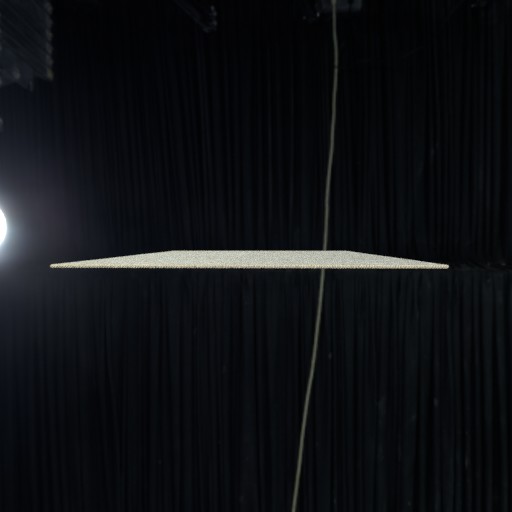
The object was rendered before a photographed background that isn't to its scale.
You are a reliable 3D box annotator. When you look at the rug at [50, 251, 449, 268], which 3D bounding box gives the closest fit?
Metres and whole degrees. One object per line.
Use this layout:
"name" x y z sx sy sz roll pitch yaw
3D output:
"rug" 0.000 0.000 2.278 1.240 0.010 1.824 0 2 2
